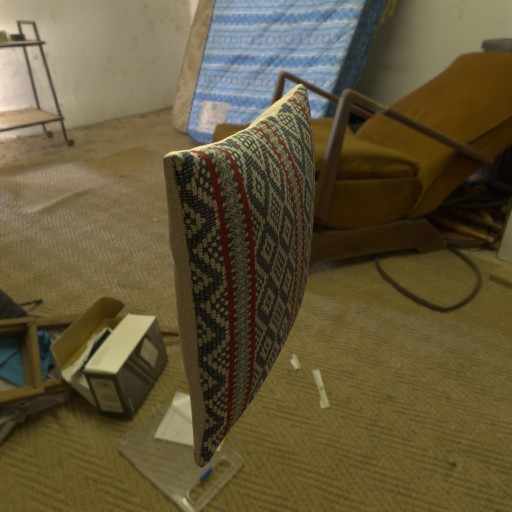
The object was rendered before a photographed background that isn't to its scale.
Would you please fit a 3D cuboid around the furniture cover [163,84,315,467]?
[{"bbox_3d":[0.000,0.000,0.666,0.139,0.431,0.431,11,32,18],"label":"furniture cover"}]
